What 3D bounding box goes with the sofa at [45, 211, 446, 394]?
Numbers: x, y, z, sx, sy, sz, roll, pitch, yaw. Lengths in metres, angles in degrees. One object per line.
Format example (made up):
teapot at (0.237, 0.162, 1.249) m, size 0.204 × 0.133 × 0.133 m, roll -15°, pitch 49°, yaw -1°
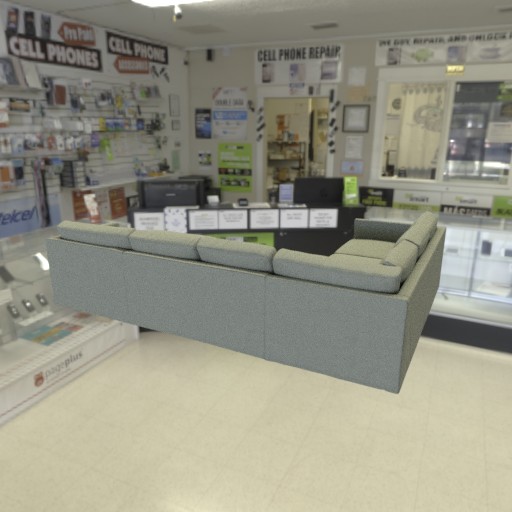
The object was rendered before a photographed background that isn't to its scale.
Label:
sofa at (0.000, 0.000, 4.668) m, size 3.460 × 0.882 × 2.427 m, roll 8°, pitch 19°, yaw 26°
